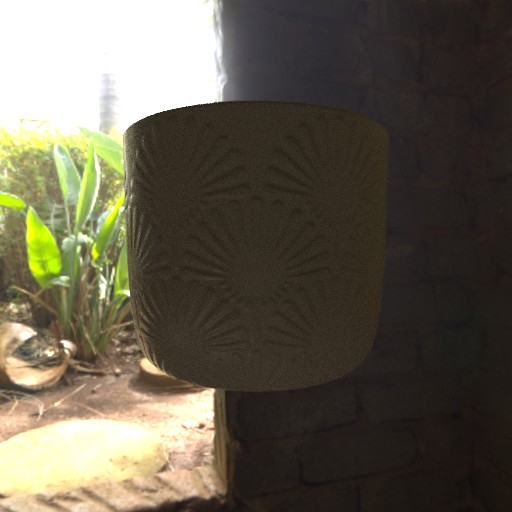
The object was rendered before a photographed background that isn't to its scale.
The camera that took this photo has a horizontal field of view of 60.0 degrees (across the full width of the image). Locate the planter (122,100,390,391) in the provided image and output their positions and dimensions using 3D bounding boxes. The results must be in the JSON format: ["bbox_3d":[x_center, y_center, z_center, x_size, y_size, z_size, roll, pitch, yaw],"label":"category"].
[{"bbox_3d":[0.000,0.000,0.215,0.124,0.109,0.124,0,0,0],"label":"planter"}]
